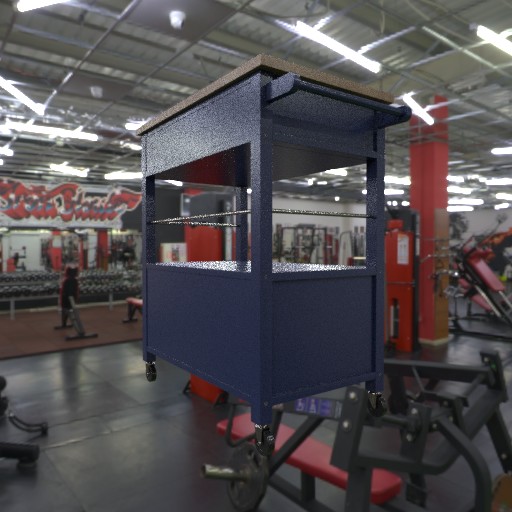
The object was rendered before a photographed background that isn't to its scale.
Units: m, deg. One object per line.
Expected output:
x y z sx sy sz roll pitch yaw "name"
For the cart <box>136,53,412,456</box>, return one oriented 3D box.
0.000 0.000 1.386 0.459 0.901 0.840 -1 2 -35 "cart"
